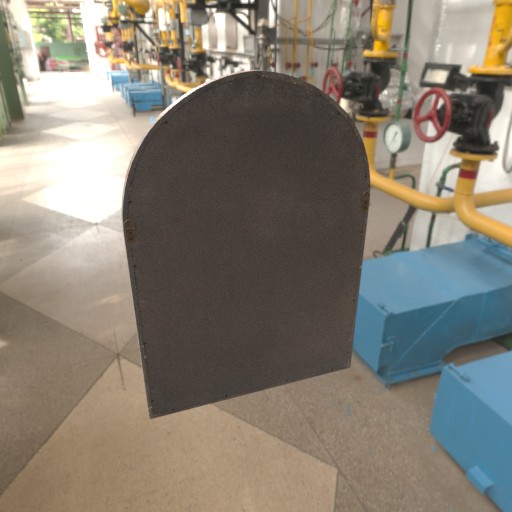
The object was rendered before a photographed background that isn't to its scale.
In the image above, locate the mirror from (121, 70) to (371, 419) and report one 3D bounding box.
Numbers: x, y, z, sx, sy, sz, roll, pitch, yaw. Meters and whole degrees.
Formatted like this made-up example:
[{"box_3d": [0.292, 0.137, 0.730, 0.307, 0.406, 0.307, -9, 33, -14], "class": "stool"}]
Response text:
[{"box_3d": [0.000, 0.000, 1.188, 0.660, 0.920, 0.032, -9, 27, -18], "class": "mirror"}]
